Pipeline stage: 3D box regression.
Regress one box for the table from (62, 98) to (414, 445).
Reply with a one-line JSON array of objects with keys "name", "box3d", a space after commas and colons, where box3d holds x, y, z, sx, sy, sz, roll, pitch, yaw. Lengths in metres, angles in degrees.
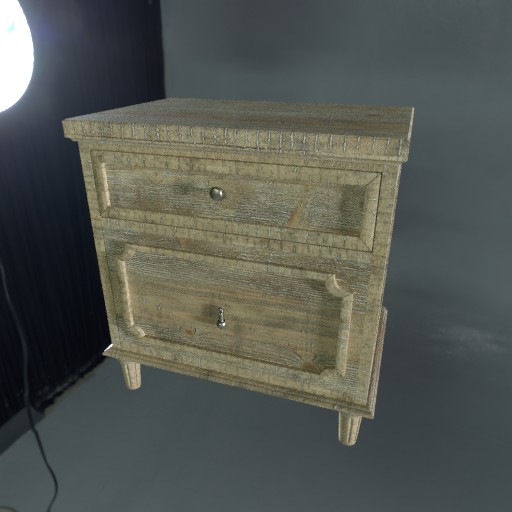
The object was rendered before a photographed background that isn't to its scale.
[{"name": "table", "box3d": [0.000, 0.000, 1.147, 0.686, 0.711, 0.457, 8, 26, 17]}]
